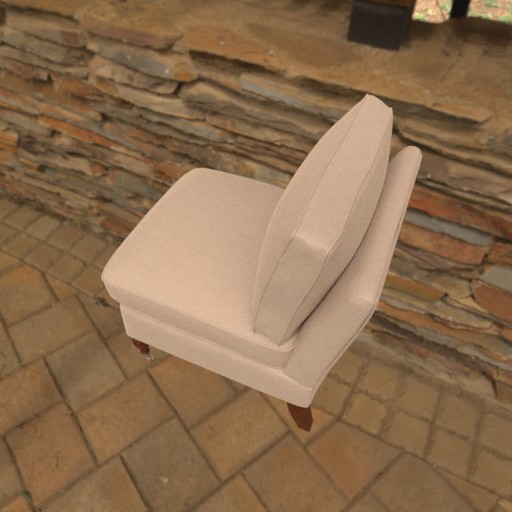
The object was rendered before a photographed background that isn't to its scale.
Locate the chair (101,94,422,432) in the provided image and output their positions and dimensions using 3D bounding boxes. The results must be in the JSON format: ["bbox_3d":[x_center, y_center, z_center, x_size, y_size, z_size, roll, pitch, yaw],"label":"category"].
[{"bbox_3d":[0.000,0.000,1.640,0.912,1.052,0.724,18,50,15],"label":"chair"}]
